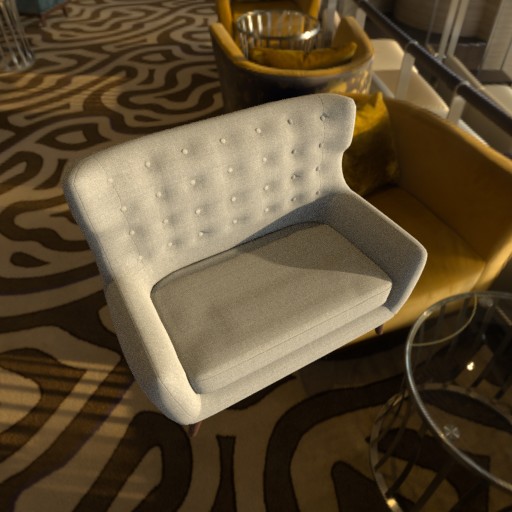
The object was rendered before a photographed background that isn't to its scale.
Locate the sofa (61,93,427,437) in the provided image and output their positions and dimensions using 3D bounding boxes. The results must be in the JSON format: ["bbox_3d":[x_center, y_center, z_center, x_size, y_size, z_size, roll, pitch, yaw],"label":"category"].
[{"bbox_3d":[0.000,0.000,2.042,1.386,1.028,0.884,-22,48,-21],"label":"sofa"}]
